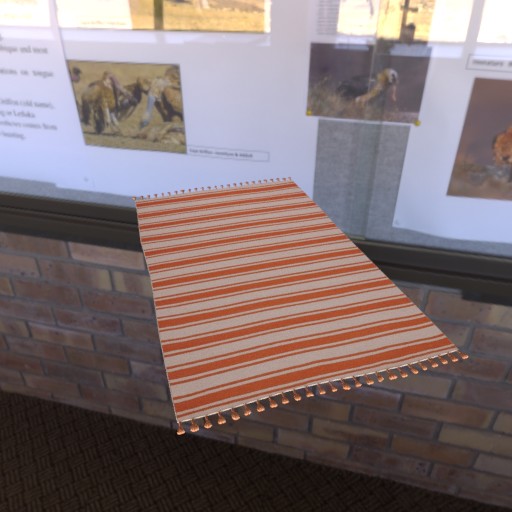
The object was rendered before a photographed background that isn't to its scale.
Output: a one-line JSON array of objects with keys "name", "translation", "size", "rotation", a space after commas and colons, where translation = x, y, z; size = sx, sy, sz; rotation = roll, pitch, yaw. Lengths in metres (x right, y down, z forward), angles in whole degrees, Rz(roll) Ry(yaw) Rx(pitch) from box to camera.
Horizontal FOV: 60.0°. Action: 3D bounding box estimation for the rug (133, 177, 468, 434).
[{"name": "rug", "translation": [0.000, 0.000, 2.549], "size": [1.232, 0.017, 2.092], "rotation": [-10, 34, -15]}]
